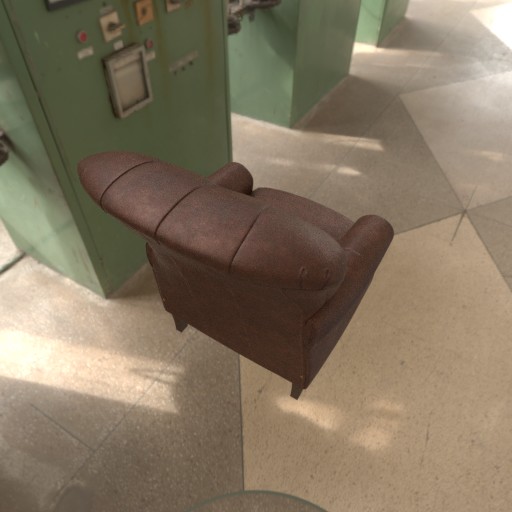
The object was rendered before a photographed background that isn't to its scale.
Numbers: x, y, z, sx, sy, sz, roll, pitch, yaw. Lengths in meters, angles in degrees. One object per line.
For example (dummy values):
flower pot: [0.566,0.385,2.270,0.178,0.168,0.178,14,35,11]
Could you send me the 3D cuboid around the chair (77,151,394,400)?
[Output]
chair: [0.000,0.000,1.916,0.979,1.162,1.031,25,51,22]
